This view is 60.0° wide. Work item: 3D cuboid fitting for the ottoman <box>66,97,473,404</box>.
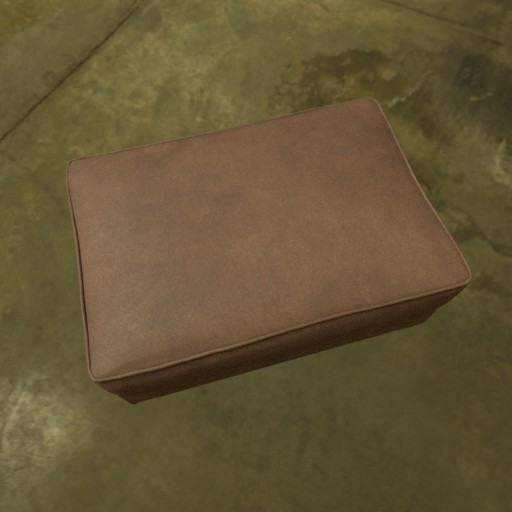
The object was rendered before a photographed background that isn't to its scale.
[{"bbox_3d":[0.000,0.000,1.213,0.860,0.481,0.596,-14,64,-7],"label":"ottoman"}]
